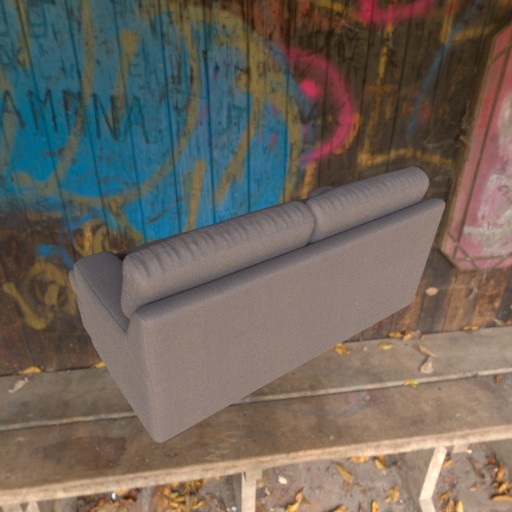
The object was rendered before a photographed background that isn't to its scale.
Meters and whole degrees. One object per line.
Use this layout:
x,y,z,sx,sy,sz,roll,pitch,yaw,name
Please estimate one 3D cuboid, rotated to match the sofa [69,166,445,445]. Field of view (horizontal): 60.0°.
0.000,0.000,2.528,1.880,0.940,1.143,-20,35,-31,sofa
